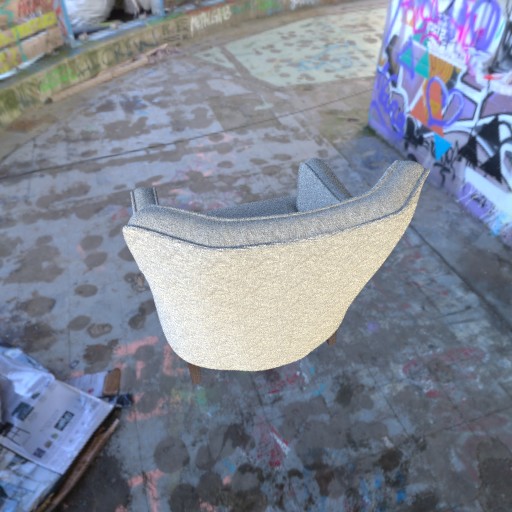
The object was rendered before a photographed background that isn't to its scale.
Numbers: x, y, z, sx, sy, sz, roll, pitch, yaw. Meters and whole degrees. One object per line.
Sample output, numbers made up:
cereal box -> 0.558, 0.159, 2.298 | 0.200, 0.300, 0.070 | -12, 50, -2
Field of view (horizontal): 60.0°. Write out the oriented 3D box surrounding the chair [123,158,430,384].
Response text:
chair -> 0.000, 0.000, 1.647 | 0.820, 0.920, 0.910 | -12, 43, -14
